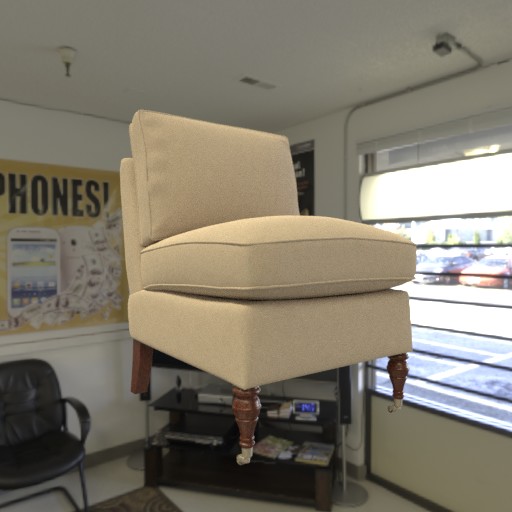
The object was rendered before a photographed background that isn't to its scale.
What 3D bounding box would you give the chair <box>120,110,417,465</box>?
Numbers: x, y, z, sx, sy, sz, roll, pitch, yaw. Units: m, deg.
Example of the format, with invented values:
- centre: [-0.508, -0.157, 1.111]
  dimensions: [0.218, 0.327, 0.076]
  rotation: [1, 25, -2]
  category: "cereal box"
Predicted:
- centre: [0.000, 0.000, 1.598]
  dimensions: [0.724, 1.052, 0.912]
  rotation: [-1, 1, -36]
  category: "chair"
